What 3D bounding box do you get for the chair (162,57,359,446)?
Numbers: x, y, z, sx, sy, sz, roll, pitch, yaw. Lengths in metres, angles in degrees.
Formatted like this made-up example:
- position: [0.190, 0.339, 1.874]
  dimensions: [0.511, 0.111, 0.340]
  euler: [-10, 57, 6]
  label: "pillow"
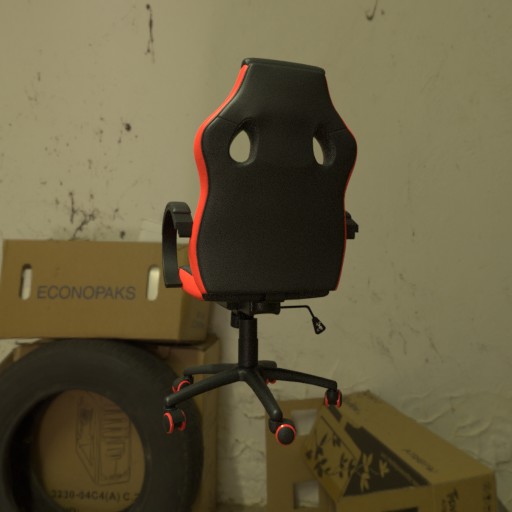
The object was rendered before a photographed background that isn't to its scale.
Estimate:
- position: [0.000, 0.000, 1.423]
  dimensions: [0.600, 1.016, 0.642]
  euler: [0, 0, -17]
  label: "chair"
